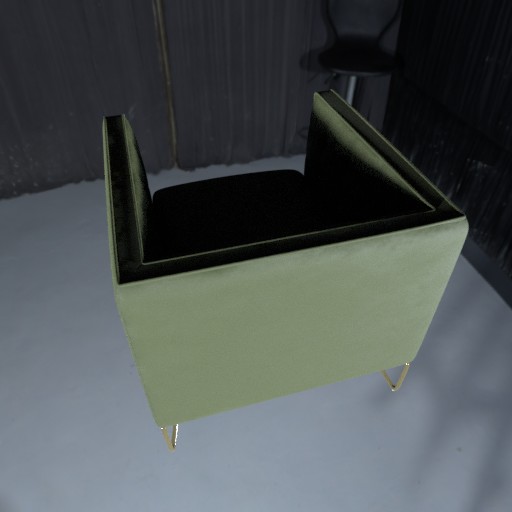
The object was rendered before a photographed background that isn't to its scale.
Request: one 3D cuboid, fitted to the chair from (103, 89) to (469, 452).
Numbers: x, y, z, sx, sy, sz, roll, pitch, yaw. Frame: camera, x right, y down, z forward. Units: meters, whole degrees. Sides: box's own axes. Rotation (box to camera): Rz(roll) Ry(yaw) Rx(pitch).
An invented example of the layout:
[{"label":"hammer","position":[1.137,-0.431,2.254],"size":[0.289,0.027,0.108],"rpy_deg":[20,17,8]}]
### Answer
[{"label":"chair","position":[0.000,0.000,1.558],"size":[0.880,0.790,0.894],"rpy_deg":[-11,43,-12]}]
